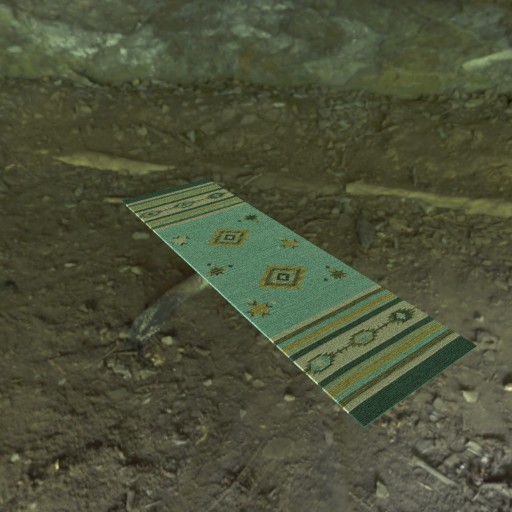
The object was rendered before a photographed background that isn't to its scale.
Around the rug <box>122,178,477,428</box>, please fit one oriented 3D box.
[{"bbox_3d":[0.000,0.000,2.687,0.744,0.010,2.441,-21,38,-29],"label":"rug"}]
